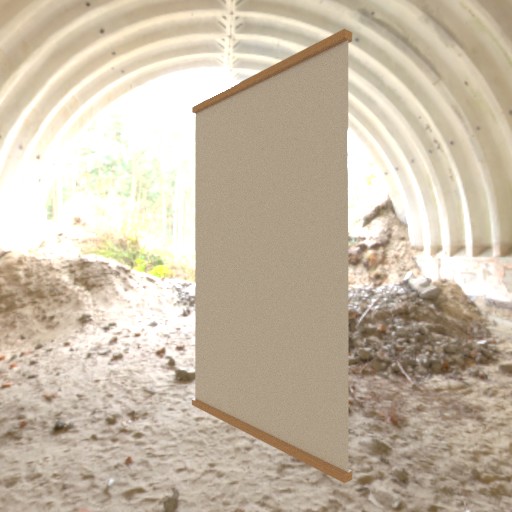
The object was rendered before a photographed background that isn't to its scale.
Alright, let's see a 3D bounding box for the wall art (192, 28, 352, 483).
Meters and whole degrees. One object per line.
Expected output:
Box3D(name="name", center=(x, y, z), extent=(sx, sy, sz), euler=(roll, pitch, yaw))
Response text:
Box3D(name="wall art", center=(0.000, 0.000, 1.872), extent=(0.040, 1.510, 0.991), euler=(0, 0, -39))
